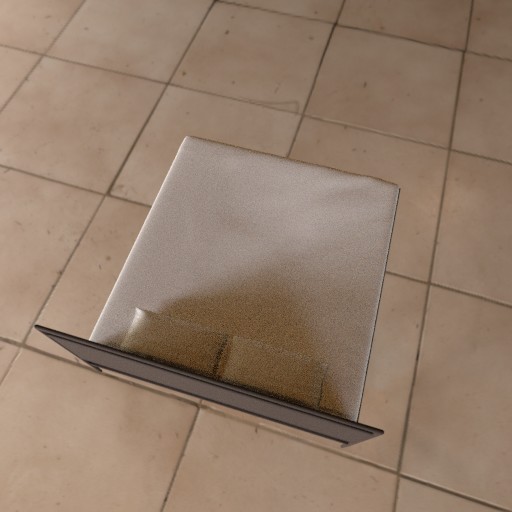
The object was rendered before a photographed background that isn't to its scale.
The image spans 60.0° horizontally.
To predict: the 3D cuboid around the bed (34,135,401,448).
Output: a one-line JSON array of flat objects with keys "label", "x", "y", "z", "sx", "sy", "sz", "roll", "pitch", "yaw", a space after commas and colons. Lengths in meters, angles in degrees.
[{"label": "bed", "x": 0.000, "y": 0.000, "z": 3.366, "sx": 1.993, "sy": 1.173, "sz": 2.151, "roll": 15, "pitch": 64, "yaw": 7}]
